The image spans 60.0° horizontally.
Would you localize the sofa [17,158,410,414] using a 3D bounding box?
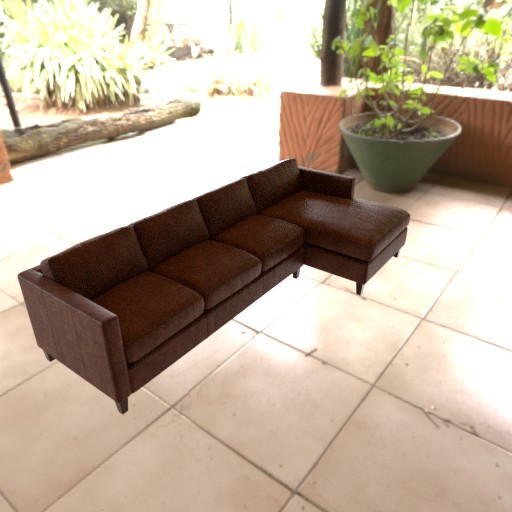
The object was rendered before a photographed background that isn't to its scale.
[{"bbox_3d":[0.000,0.000,3.783,1.581,0.883,3.203,19,34,32],"label":"sofa"}]
